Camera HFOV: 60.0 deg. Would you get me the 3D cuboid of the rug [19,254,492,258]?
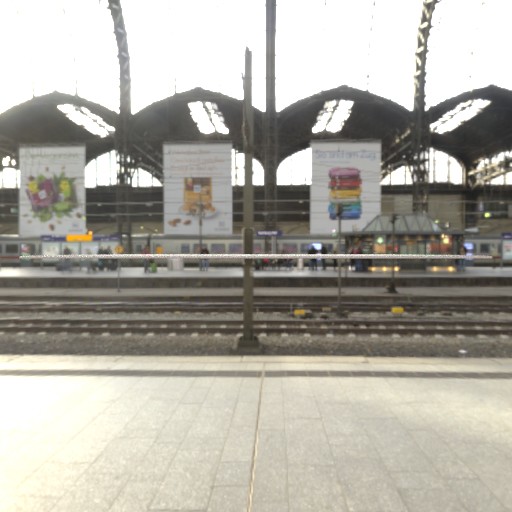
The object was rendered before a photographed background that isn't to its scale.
[{"bbox_3d":[0.000,0.000,2.870,2.213,0.014,1.608,0,0,0],"label":"rug"}]
